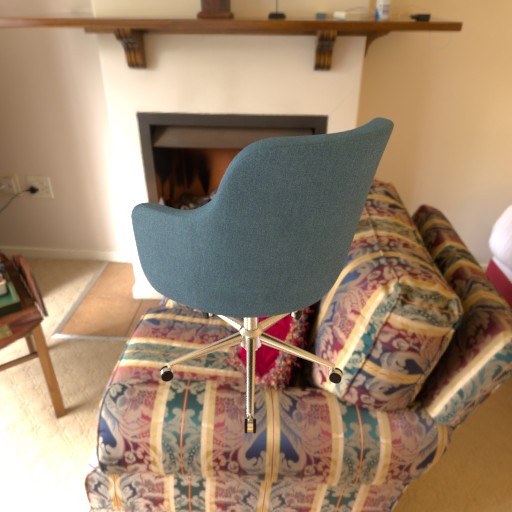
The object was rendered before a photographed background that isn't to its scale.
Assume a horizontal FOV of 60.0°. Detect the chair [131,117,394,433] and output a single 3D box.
[{"bbox_3d":[0.000,0.000,1.246,0.599,0.820,0.655,-19,35,-30],"label":"chair"}]
